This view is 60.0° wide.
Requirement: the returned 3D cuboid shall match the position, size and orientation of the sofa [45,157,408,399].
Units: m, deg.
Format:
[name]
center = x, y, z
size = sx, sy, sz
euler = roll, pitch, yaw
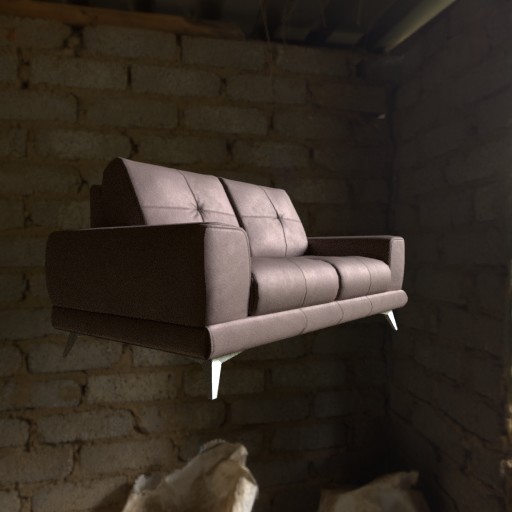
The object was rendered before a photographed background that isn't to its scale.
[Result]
[sofa]
center = 0.000, 0.000, 2.344
size = 1.018, 0.907, 1.806
euler = 0, 1, 38
